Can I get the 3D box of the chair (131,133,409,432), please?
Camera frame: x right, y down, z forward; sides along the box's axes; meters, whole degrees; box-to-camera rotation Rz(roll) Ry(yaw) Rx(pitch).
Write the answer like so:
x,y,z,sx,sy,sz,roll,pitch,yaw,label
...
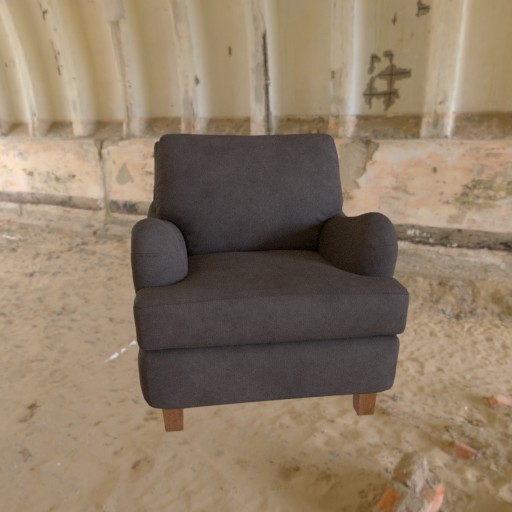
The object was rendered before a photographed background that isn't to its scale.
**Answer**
x,y,z,sx,sy,sz,roll,pitch,yaw,label
0.000,0.000,1.884,0.955,0.997,1.070,-2,16,-7,chair
